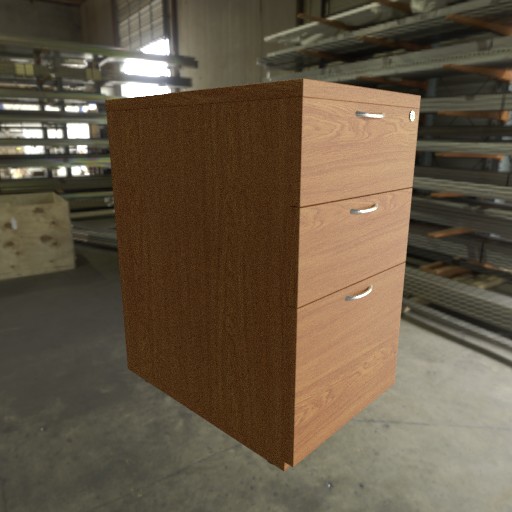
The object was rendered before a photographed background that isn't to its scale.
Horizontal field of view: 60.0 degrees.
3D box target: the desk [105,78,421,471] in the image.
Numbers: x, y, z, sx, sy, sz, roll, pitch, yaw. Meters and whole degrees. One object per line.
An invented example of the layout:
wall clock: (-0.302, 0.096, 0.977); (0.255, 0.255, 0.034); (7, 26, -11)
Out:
desk: (0.000, 0.000, 1.082); (0.600, 0.730, 0.404); (14, 20, 42)
